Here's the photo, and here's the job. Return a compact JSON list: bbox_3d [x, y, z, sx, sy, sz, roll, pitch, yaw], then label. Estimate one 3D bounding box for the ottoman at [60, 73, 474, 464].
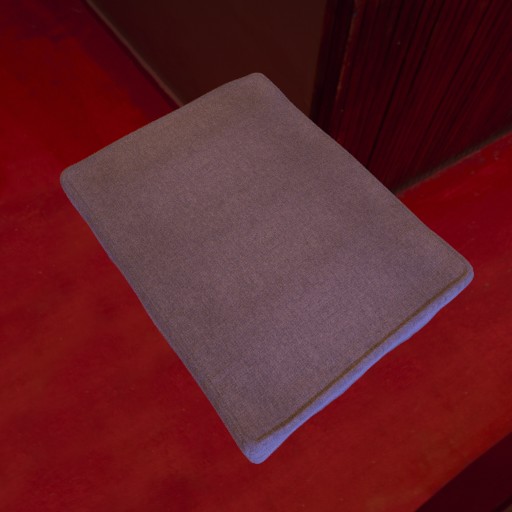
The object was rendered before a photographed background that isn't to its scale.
[{"bbox_3d":[0.000,0.000,1.223,0.652,0.492,0.833,-34,68,-16],"label":"ottoman"}]
